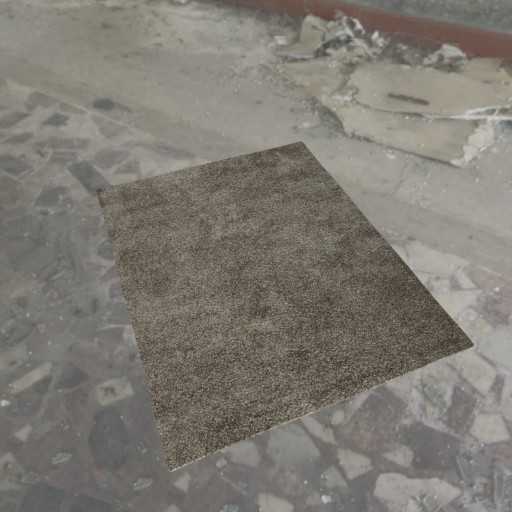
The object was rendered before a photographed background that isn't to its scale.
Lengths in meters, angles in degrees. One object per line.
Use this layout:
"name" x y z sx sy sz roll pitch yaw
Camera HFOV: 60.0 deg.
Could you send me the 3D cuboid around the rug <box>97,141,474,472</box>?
"rug" 0.000 0.000 4.024 2.401 0.025 3.000 -17 50 -15
